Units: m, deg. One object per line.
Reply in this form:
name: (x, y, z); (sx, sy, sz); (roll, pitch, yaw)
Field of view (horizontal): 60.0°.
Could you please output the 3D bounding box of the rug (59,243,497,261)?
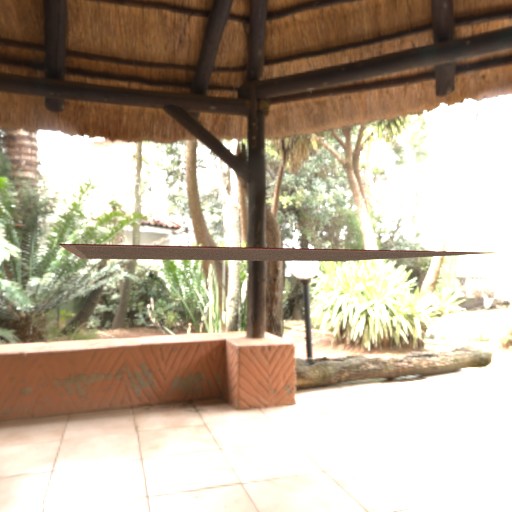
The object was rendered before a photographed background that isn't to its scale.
rug: (0.000, 0.000, 3.844); (2.929, 0.012, 2.300); (1, -2, -19)
